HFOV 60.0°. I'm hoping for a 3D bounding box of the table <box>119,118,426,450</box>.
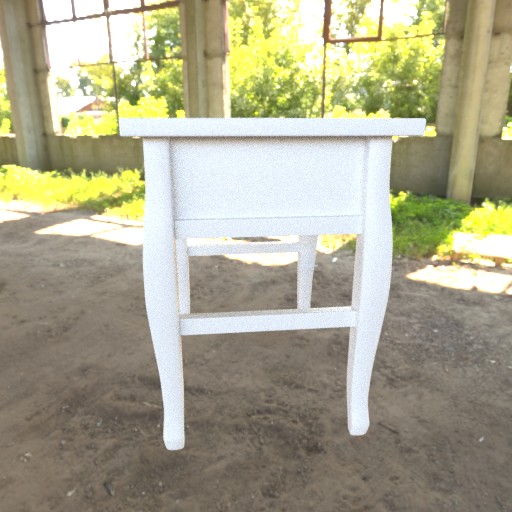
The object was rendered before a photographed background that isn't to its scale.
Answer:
[{"bbox_3d":[0.000,0.000,1.025,0.463,0.605,0.599,-2,17,-6],"label":"table"}]
